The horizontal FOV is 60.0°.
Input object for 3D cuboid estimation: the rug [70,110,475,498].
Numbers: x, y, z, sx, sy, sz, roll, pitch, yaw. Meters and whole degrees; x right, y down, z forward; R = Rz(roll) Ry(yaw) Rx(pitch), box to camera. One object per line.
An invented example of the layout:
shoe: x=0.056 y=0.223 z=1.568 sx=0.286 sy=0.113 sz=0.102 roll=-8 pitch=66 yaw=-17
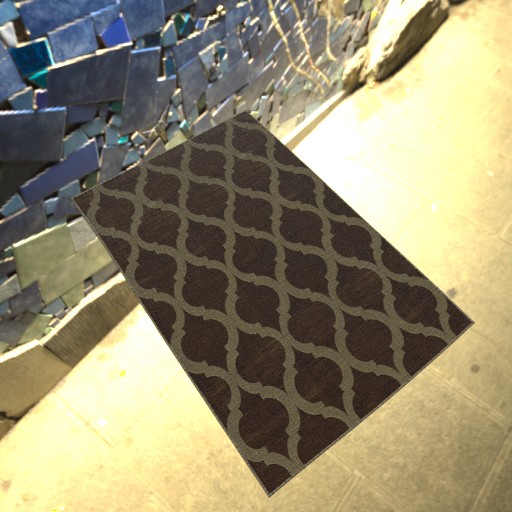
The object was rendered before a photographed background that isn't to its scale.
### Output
rug: x=0.000 y=0.000 z=2.830 sx=1.522 sy=0.008 sz=2.284 roll=-32 pitch=64 yaw=-18
